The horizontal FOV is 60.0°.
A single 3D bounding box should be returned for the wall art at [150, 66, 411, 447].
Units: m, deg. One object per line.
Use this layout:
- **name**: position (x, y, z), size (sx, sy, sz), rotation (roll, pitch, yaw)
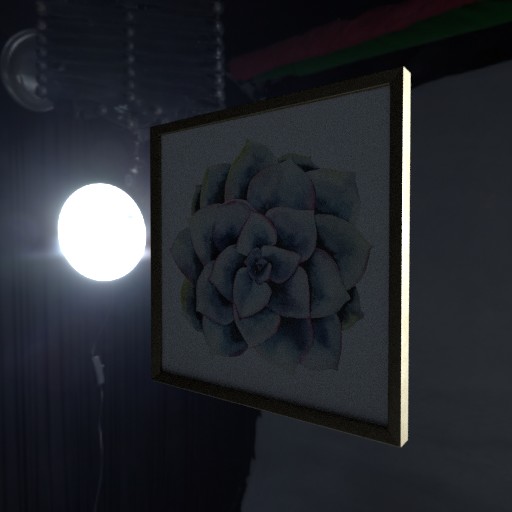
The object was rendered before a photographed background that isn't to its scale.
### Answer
- **wall art**: position (0.000, 0.000, 0.748), size (0.503, 0.506, 0.030), rotation (1, 2, 37)
